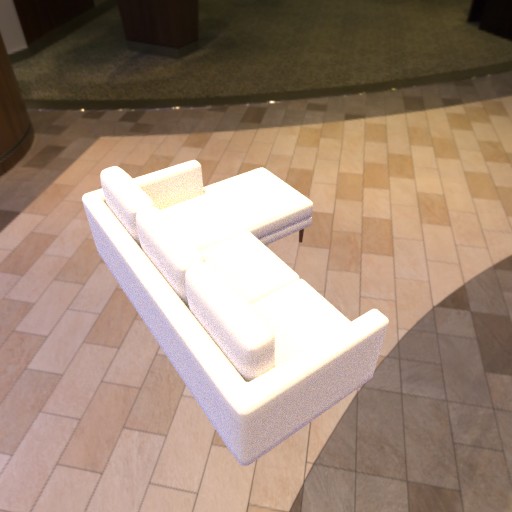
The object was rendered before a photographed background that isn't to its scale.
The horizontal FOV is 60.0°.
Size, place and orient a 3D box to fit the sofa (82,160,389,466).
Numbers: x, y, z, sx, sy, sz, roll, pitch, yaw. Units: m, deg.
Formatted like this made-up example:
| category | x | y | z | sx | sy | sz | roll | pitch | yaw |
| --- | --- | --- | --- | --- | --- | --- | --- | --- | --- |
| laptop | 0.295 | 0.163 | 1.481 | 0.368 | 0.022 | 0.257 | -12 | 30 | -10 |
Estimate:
| category | x | y | z | sx | sy | sz | roll | pitch | yaw |
| --- | --- | --- | --- | --- | --- | --- | --- | --- | --- |
| sofa | 0.000 | 0.000 | 2.942 | 1.580 | 0.899 | 2.029 | -24 | 46 | -26 |
